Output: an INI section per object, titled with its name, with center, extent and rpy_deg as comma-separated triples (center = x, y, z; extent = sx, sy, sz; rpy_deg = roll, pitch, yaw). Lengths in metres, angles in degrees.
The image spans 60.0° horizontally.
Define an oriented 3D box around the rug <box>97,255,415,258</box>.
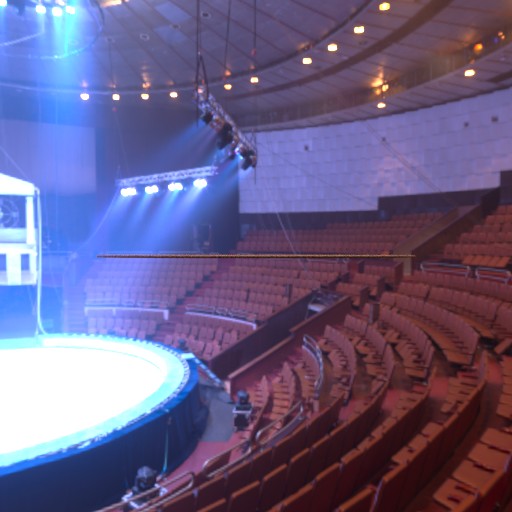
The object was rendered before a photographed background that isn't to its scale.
[rug]
center = 0.000, 0.000, 3.517
extent = 2.382, 0.014, 2.382
rpy_deg = 0, 0, 0
